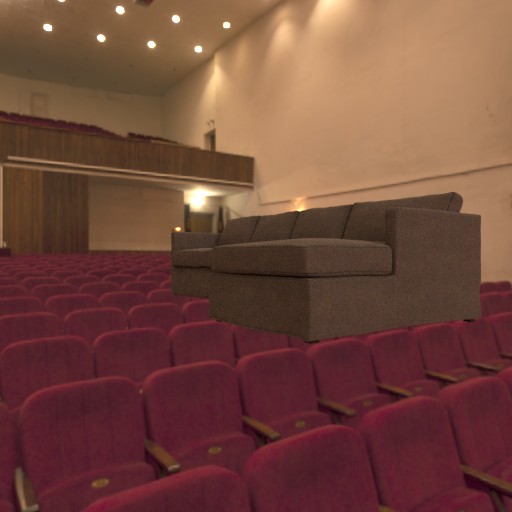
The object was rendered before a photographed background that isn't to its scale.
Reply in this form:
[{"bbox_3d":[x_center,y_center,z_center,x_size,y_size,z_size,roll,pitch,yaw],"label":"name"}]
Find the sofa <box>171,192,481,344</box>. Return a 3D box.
[{"bbox_3d":[0.000,0.000,3.897,1.650,0.922,3.205,0,0,-35],"label":"sofa"}]
